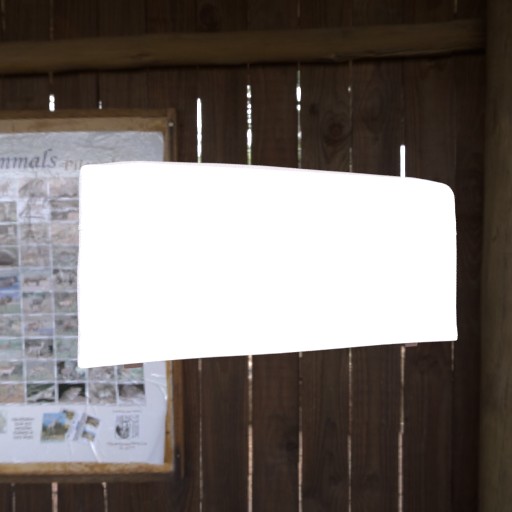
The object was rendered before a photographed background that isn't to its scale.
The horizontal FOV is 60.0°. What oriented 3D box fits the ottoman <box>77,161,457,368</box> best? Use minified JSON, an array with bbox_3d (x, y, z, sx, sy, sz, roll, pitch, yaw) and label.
[{"bbox_3d":[0.000,0.000,1.201,0.872,0.444,0.590,0,1,-18],"label":"ottoman"}]
